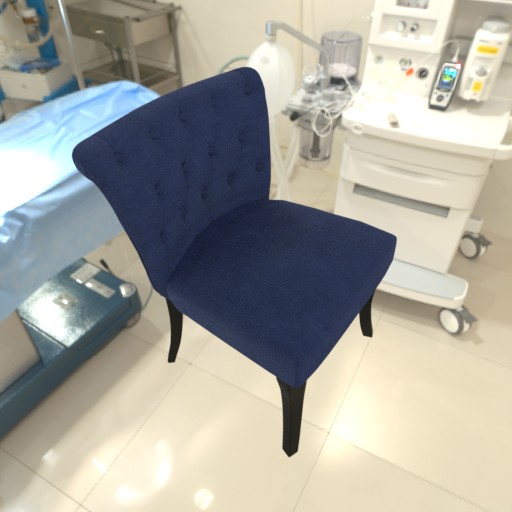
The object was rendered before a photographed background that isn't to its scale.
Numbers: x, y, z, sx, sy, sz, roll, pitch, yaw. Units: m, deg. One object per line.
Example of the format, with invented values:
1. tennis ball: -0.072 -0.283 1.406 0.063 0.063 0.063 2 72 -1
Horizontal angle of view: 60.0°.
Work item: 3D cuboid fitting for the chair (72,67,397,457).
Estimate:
1. chair: 0.000 0.000 1.189 0.606 0.753 0.585 26 48 26
